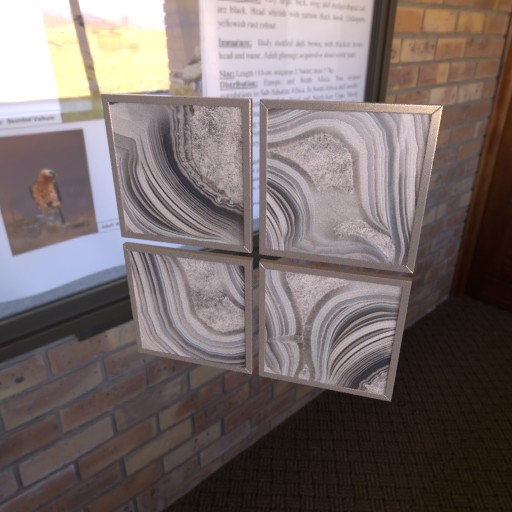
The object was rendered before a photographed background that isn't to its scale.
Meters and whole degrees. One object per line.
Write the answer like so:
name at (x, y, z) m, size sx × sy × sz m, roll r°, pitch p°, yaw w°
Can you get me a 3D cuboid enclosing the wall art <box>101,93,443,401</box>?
wall art at (0.000, 0.000, 1.663) m, size 1.118 × 1.118 × 0.029 m, roll 7°, pitch 27°, yaw 14°
